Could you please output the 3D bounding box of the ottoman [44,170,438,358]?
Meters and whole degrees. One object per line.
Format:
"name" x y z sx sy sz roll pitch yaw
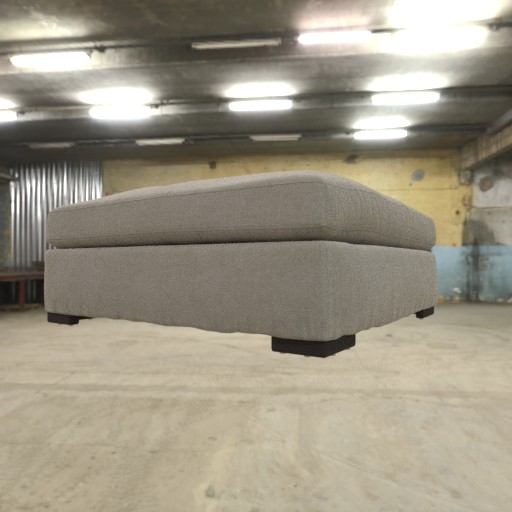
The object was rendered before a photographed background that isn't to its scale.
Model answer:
"ottoman" 0.000 0.000 1.805 1.203 0.517 1.171 -1 -1 34
